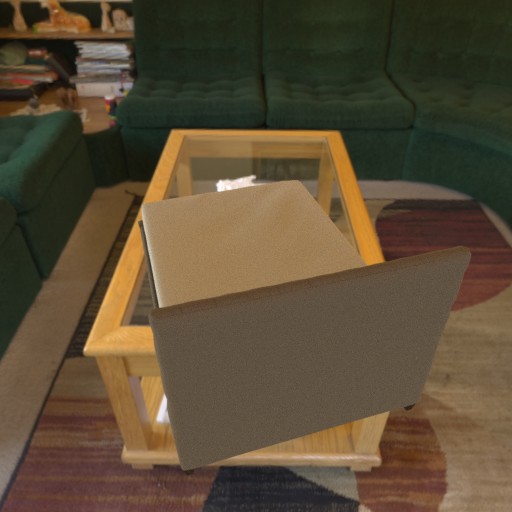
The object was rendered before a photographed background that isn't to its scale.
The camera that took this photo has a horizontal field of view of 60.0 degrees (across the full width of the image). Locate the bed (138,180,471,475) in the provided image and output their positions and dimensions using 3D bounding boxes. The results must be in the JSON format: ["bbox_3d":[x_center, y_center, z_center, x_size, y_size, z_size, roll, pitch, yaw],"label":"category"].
[{"bbox_3d":[0.000,0.000,3.440,1.698,1.427,2.387,-11,40,-13],"label":"bed"}]
